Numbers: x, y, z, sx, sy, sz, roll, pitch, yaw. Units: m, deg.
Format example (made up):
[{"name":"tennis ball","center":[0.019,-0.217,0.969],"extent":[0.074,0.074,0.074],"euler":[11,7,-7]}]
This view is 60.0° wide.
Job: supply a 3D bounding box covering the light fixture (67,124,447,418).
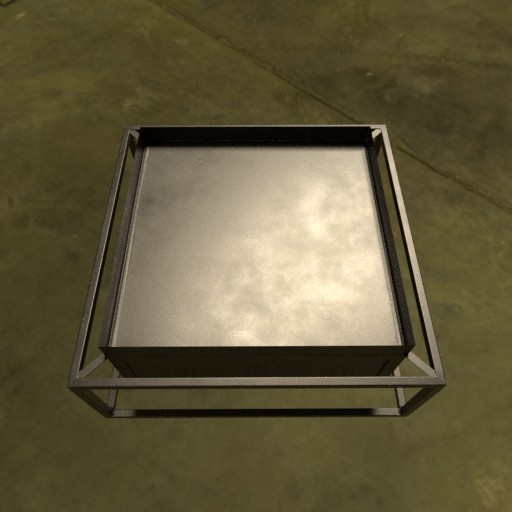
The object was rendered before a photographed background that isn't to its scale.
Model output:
[{"name":"light fixture","center":[0.000,0.000,0.687],"extent":[0.441,0.191,0.441],"euler":[0,58,0]}]
